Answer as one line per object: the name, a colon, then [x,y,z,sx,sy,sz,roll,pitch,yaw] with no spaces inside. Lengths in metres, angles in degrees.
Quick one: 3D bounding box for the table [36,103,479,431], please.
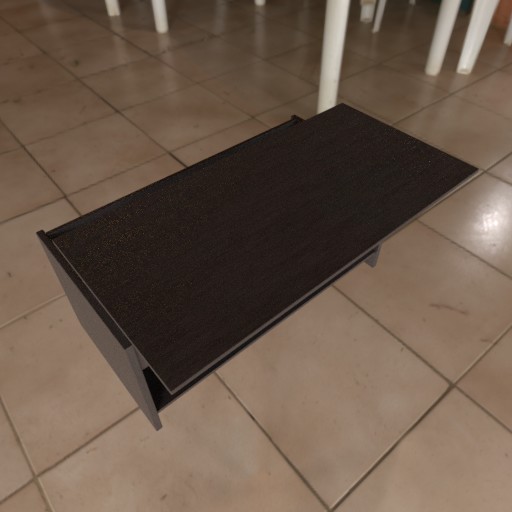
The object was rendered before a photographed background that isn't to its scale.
table: [0.000,0.000,1.377,1.000,0.570,0.712,-32,54,-27]
